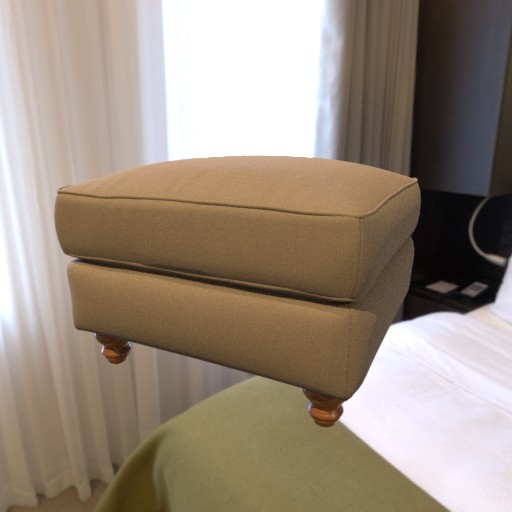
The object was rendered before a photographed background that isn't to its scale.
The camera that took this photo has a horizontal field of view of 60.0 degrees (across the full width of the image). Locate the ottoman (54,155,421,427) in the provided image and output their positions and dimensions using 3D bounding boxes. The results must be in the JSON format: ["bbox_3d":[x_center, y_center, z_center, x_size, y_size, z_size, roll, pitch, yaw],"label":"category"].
[{"bbox_3d":[0.000,0.000,1.146,0.721,0.505,0.662,8,17,26],"label":"ottoman"}]
